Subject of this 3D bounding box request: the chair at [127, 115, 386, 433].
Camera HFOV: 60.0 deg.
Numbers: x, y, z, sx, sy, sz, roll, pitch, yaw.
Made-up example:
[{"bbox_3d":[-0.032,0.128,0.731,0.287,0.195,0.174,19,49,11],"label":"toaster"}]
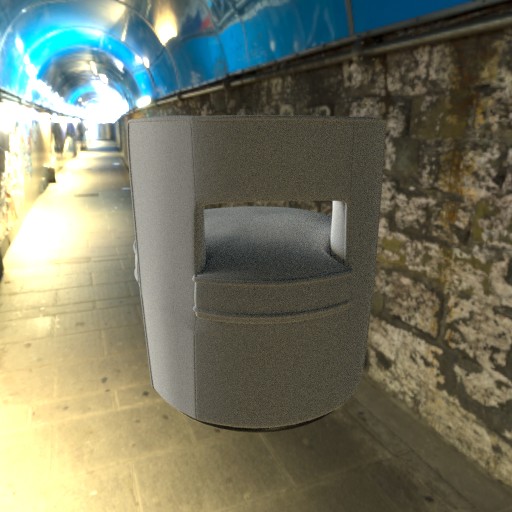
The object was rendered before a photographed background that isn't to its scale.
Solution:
[{"bbox_3d":[0.000,0.000,1.219,0.650,0.723,0.665,-2,16,-8],"label":"chair"}]
